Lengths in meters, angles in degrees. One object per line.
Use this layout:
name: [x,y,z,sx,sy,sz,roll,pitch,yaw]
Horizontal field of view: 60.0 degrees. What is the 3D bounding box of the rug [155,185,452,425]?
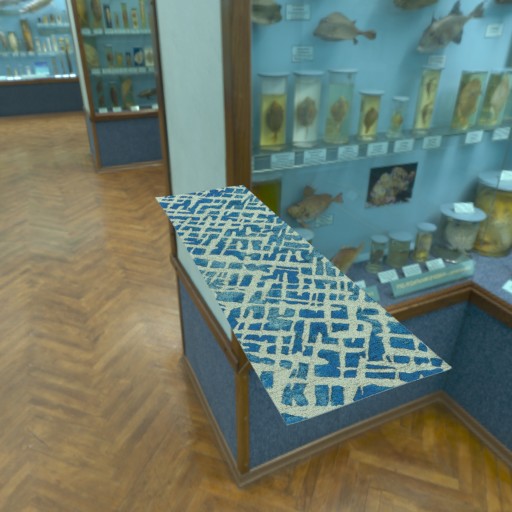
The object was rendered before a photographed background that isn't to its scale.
rug: [0.000,0.000,2.721,0.768,0.011,2.446,-11,31,-20]
